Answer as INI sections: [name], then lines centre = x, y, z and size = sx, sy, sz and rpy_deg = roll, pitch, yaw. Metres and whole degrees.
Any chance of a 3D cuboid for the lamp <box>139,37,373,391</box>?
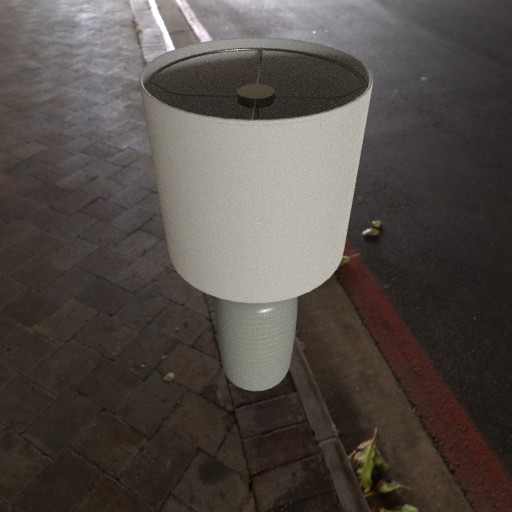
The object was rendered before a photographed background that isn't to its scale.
[lamp]
centre = 0.000, 0.000, 0.583
size = 0.220, 0.475, 0.220
rpy_deg = 12, 43, 13
